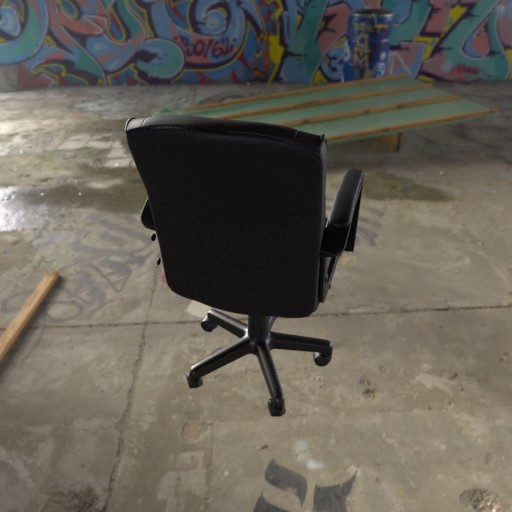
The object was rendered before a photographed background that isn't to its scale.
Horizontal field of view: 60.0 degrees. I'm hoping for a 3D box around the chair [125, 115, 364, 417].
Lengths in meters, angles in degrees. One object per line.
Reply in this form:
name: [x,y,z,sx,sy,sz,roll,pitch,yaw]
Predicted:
chair: [0.000,0.000,1.384,0.576,0.998,0.641,9,34,14]
